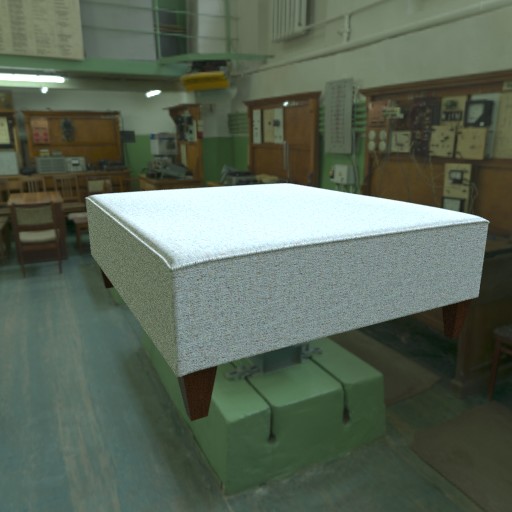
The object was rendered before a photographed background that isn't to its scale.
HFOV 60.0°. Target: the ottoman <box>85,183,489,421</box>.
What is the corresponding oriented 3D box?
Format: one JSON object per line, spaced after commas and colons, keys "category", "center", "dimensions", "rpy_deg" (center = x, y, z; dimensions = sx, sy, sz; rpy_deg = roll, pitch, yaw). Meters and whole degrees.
{"category": "ottoman", "center": [0.000, 0.000, 1.201], "dimensions": [0.736, 0.303, 0.835], "rpy_deg": [-8, 17, -27]}
